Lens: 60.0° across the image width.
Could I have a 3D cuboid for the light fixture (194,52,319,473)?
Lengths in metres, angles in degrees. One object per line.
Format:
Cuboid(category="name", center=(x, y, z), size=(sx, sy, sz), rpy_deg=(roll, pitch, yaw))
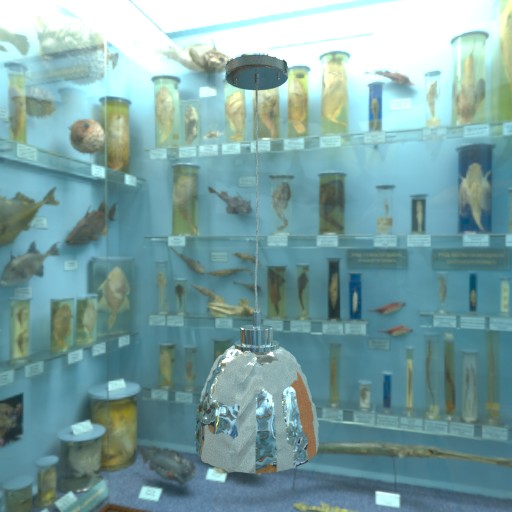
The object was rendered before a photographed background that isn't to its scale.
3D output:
Cuboid(category="light fixture", center=(0.000, 0.000, 1.773), size=(0.496, 1.511, 0.500), rpy_deg=(0, 0, 19))
